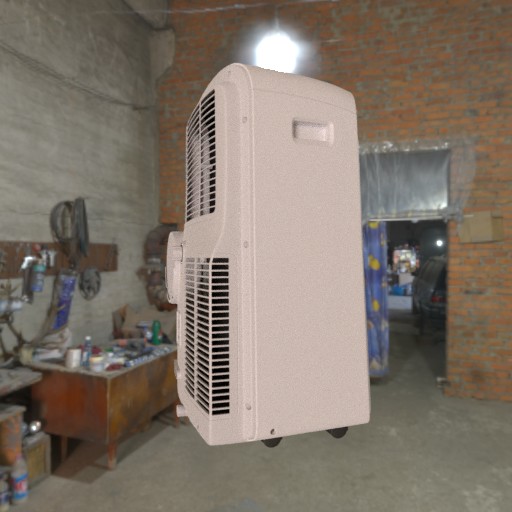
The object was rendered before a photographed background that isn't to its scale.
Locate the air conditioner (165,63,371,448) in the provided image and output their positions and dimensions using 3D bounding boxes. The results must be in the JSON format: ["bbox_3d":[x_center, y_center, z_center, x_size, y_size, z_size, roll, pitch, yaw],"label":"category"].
[{"bbox_3d":[0.000,0.000,0.987,0.365,0.700,0.454,0,0,-18],"label":"air conditioner"}]
